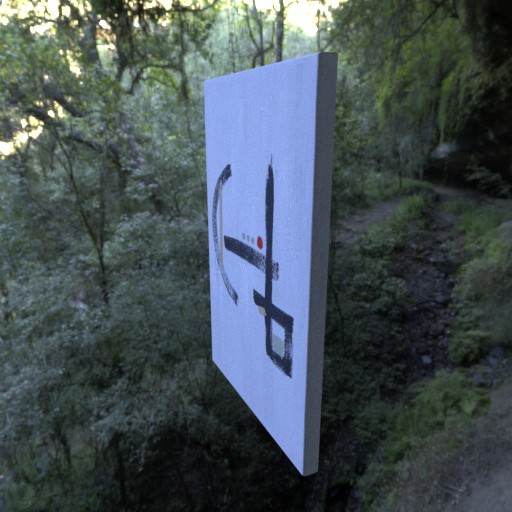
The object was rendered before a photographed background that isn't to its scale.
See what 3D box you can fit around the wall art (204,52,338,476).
[{"bbox_3d":[0.000,0.000,1.175,0.048,0.916,0.602,-8,18,-25],"label":"wall art"}]
